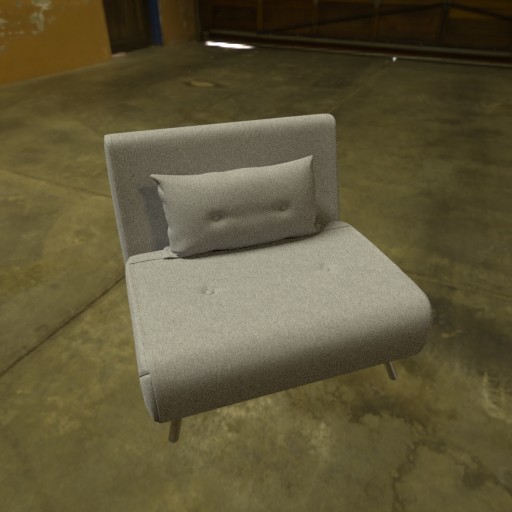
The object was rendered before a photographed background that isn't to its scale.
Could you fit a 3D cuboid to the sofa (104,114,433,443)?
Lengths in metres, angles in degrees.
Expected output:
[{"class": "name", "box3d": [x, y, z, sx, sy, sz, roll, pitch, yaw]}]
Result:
[{"class": "sofa", "box3d": [0.000, 0.000, 1.763, 1.020, 0.825, 1.000, -10, 34, -15]}]
